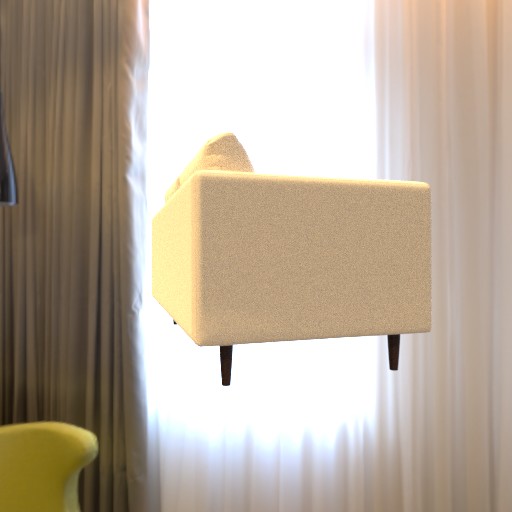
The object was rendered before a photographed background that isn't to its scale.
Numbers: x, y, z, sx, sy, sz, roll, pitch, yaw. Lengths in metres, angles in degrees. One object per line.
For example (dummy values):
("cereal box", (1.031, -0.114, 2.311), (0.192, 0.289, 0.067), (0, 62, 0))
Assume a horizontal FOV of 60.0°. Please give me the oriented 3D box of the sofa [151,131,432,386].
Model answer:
("sofa", (0.000, 0.000, 2.302), (0.940, 0.893, 1.713), (0, 1, -18))
